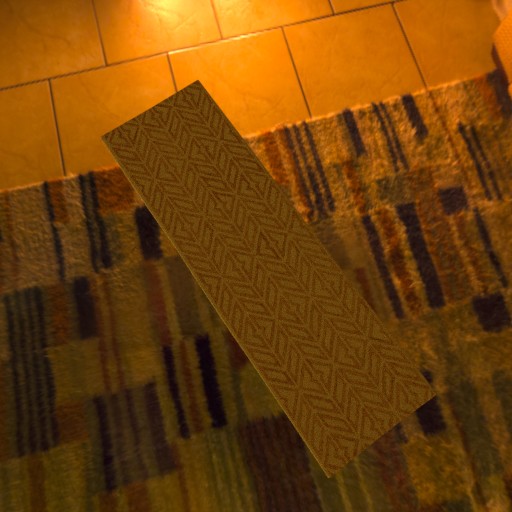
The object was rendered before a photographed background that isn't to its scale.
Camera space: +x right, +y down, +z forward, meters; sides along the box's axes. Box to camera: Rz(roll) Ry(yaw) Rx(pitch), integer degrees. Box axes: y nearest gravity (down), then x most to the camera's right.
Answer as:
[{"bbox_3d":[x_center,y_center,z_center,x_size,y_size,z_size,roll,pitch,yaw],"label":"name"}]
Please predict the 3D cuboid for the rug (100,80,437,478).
[{"bbox_3d":[0.000,0.000,2.648,0.750,0.009,2.435,-34,78,-8],"label":"rug"}]
